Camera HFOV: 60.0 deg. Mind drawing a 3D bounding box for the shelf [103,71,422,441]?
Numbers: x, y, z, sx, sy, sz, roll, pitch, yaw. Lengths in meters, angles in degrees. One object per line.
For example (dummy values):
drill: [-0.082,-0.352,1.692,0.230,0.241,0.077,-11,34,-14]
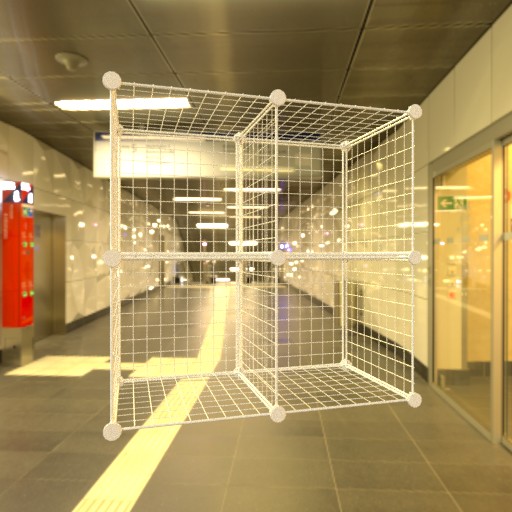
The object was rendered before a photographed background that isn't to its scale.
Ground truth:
shelf: [0.000,0.000,1.117,0.711,0.711,0.356,0,0,-16]
